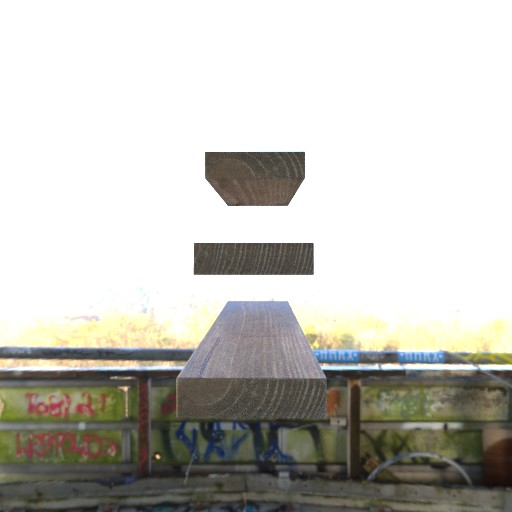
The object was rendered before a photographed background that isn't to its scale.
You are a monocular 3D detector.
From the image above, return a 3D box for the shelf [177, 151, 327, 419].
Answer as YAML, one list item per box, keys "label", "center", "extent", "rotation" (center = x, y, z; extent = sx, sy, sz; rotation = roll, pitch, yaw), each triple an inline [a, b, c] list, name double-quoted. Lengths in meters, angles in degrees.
- label: "shelf"
  center: [0.000, 0.000, 0.714]
  extent: [0.140, 0.293, 0.610]
  rotation: [0, 1, 1]
